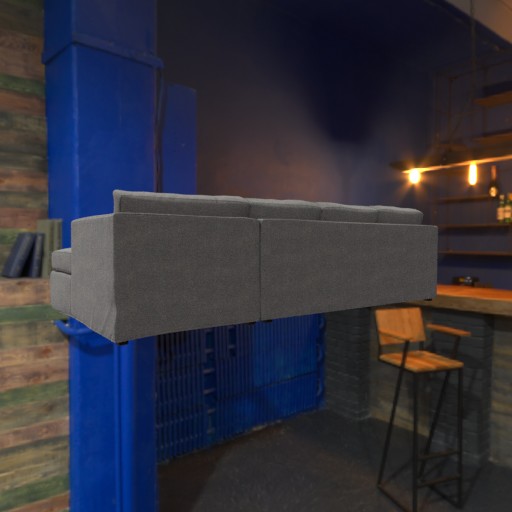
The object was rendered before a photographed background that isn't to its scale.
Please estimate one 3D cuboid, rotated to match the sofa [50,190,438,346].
[{"bbox_3d":[0.000,0.000,4.022,3.205,0.922,1.650,-1,2,-36],"label":"sofa"}]
